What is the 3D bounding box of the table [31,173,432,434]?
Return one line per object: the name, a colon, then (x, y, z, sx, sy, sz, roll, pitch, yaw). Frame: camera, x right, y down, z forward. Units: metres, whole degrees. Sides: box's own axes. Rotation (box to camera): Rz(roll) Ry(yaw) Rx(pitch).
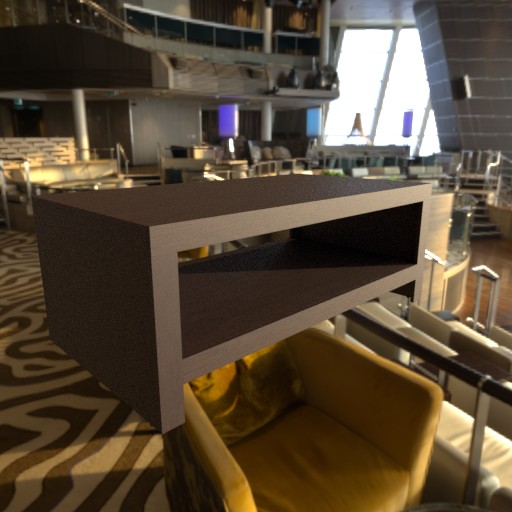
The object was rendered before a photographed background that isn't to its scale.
table: (0.000, 0.000, 1.404, 1.099, 0.424, 0.597, -14, 20, -42)
